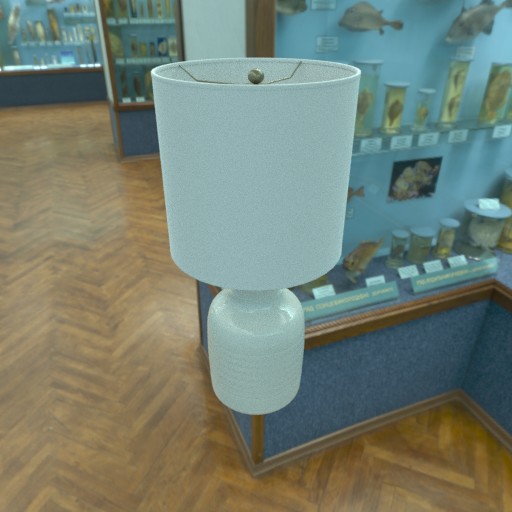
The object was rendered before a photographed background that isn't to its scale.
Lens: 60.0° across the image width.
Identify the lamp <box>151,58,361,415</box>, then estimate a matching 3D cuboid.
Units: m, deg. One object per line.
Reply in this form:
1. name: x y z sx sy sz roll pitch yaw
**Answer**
1. lamp: 0.000 0.000 0.500 0.188 0.392 0.188 -10 31 -17
